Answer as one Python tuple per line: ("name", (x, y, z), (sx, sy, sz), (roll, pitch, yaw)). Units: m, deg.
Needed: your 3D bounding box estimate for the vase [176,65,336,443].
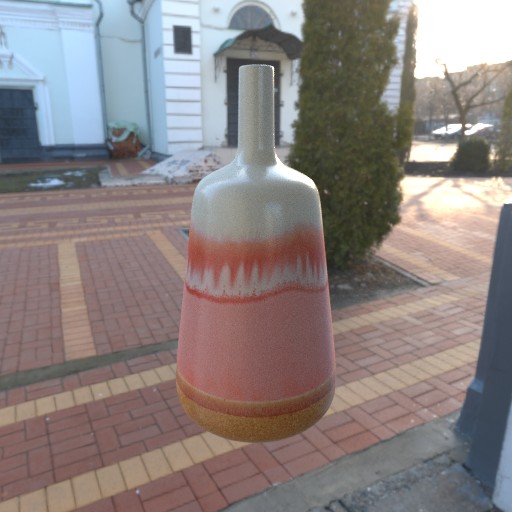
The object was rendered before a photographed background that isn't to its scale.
("vase", (0.000, 0.000, 0.375), (0.144, 0.296, 0.144), (0, 16, 0))
